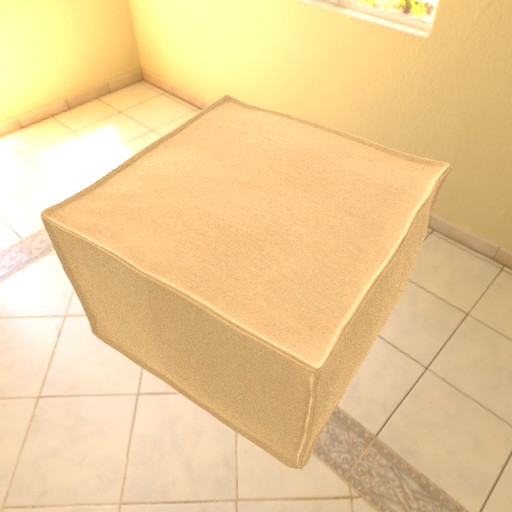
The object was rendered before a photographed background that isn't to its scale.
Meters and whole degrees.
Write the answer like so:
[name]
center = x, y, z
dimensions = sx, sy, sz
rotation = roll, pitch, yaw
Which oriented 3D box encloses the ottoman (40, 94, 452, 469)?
[ottoman]
center = 0.000, 0.000, 1.142
dimensions = 0.707, 0.470, 0.696
rotation = 26, 52, 22
